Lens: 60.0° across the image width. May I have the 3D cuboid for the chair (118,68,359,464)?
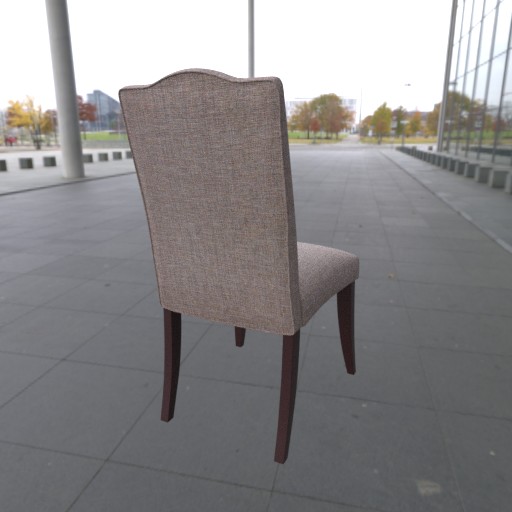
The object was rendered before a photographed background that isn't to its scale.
[{"bbox_3d":[0.000,0.000,1.384,0.513,1.016,0.660,8,17,26],"label":"chair"}]
